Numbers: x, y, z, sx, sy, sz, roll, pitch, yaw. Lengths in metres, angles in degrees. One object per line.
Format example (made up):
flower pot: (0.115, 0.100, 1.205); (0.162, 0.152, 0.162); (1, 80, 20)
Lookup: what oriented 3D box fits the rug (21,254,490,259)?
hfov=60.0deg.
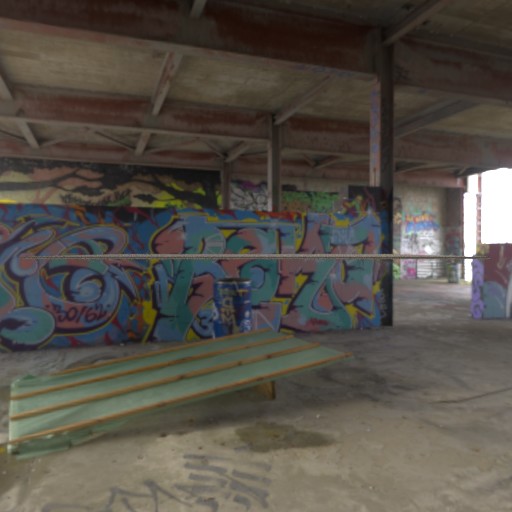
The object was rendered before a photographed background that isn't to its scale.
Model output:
rug: (0.000, 0.000, 2.328); (1.829, 0.010, 1.219); (0, 1, 1)
